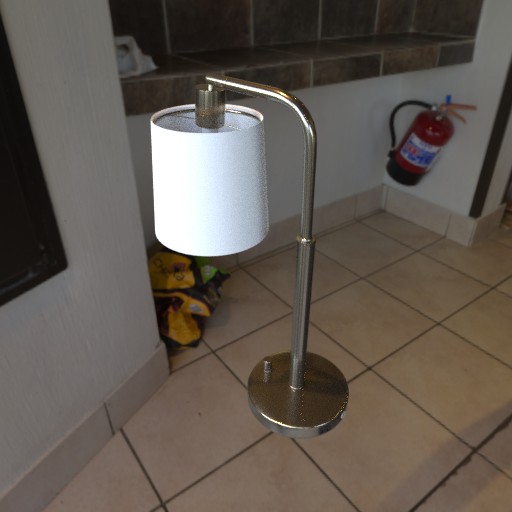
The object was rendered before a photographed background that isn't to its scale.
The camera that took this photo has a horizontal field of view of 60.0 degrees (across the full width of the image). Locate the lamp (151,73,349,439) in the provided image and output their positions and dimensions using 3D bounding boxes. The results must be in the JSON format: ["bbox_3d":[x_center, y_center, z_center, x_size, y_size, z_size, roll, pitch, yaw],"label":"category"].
[{"bbox_3d":[0.000,0.000,0.649,0.333,0.489,0.171,20,37,29],"label":"lamp"}]
